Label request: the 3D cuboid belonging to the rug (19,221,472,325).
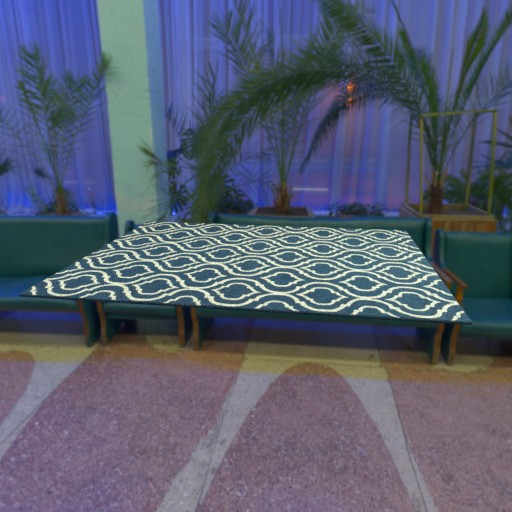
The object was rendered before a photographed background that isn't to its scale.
[{"bbox_3d":[0.000,0.000,3.841,2.881,0.020,2.270,3,17,8],"label":"rug"}]
